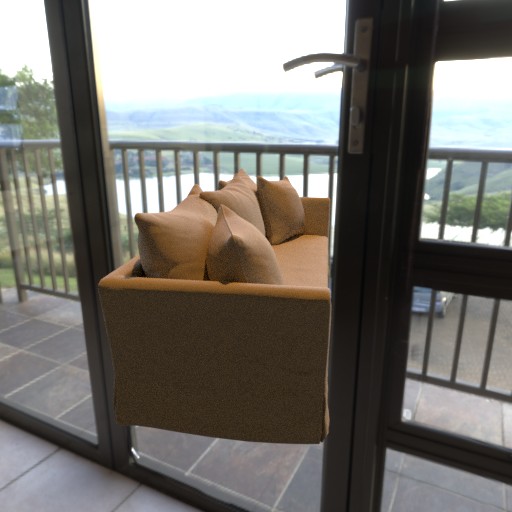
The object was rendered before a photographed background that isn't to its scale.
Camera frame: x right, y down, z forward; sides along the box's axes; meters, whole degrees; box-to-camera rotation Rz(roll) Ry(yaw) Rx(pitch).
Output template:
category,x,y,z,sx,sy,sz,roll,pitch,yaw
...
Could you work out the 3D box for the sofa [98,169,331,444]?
category,x,y,z,sx,sy,sz,roll,pitch,yaw
sofa,0.000,0.000,3.047,1.046,1.047,2.499,3,16,9
